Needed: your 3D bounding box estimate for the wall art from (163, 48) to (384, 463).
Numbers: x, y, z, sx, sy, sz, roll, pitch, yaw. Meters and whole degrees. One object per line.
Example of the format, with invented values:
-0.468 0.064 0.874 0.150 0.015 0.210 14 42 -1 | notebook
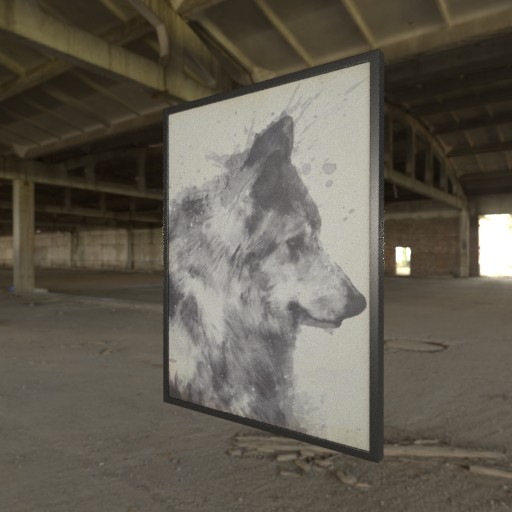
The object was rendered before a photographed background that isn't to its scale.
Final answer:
0.000 0.000 1.385 0.804 1.061 0.039 0 0 36 | wall art
